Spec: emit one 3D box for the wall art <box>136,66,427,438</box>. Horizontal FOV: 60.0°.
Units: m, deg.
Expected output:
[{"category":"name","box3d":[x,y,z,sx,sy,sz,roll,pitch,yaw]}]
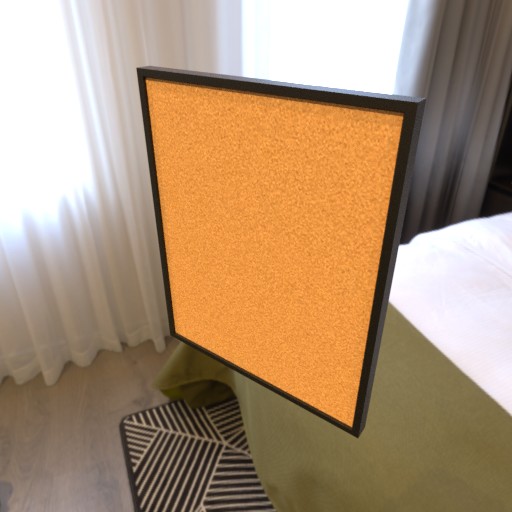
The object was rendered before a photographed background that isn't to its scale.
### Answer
[{"category":"wall art","box3d":[0.000,0.000,0.749,0.457,0.559,0.029,20,36,31]}]
